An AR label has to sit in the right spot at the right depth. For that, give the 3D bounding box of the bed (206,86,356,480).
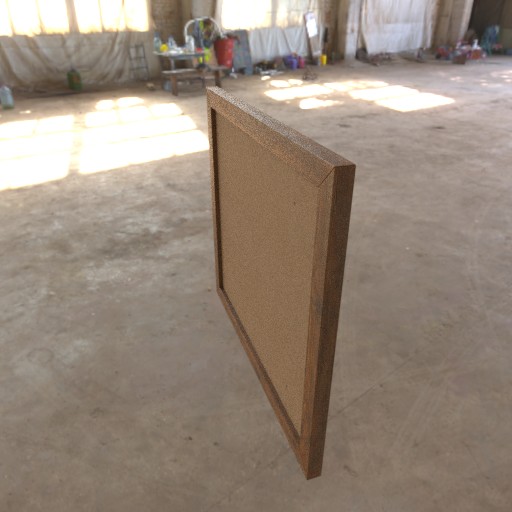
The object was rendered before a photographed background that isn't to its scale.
[{"bbox_3d":[0.000,0.000,1.502,0.046,0.942,1.046,-10,30,-17],"label":"bed"}]
